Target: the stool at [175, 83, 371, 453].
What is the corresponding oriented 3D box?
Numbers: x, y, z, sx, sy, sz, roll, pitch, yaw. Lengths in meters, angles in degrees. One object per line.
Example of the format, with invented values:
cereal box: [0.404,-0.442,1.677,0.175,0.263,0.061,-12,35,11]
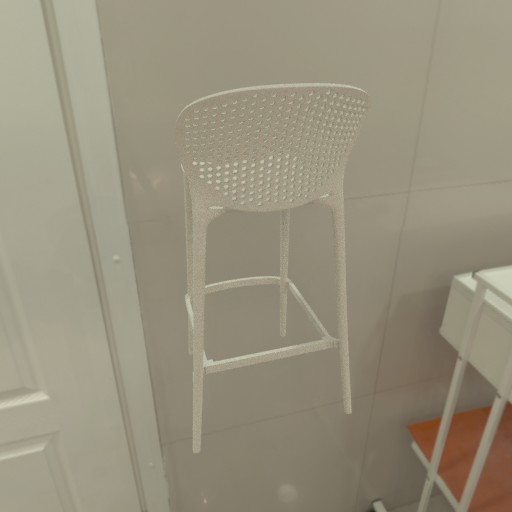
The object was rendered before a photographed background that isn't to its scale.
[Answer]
stool: [0.000,0.000,1.360,0.536,1.045,0.535,-8,29,-15]
